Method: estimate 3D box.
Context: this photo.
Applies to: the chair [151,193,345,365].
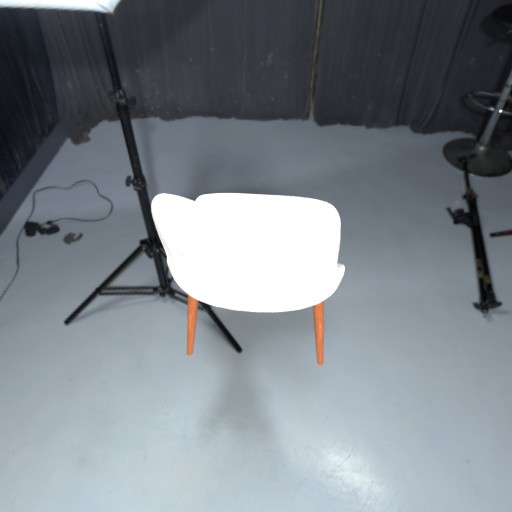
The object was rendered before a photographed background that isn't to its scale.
[{"bbox_3d":[0.000,0.000,1.328,0.526,0.917,0.684,3,46,3],"label":"chair"}]
